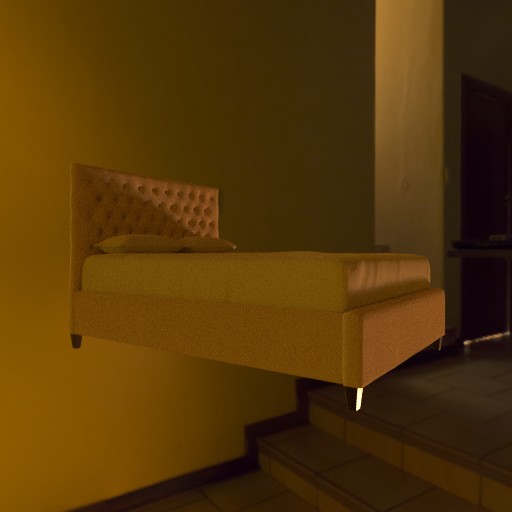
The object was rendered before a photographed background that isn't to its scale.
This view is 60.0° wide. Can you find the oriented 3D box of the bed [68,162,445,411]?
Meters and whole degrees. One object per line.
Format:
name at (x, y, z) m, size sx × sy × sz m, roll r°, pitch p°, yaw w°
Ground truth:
bed at (0.000, 0.000, 3.411) m, size 2.387 × 1.427 × 1.698 m, roll 0°, pitch 1°, yaw 36°
